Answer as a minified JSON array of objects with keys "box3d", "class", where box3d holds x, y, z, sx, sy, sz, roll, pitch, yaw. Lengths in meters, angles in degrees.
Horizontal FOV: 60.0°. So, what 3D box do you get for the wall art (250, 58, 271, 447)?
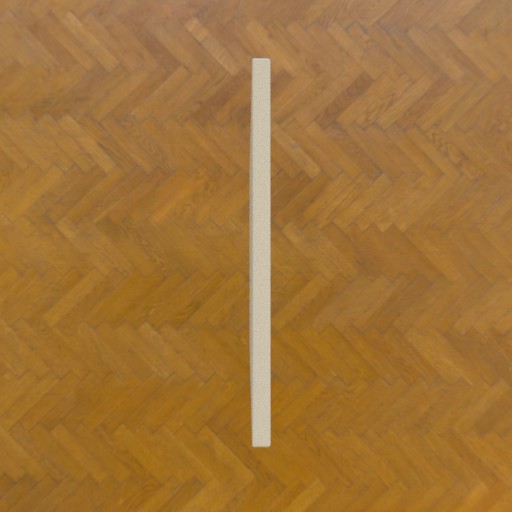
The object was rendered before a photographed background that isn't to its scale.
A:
[{"box3d":[0.000,0.000,1.038,0.026,0.813,0.556,0,89,-1],"class":"wall art"}]
